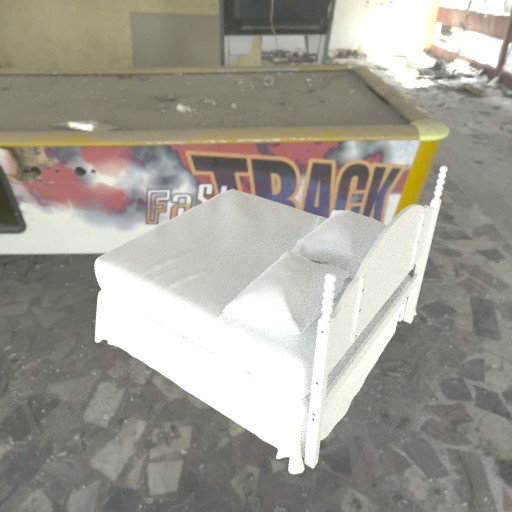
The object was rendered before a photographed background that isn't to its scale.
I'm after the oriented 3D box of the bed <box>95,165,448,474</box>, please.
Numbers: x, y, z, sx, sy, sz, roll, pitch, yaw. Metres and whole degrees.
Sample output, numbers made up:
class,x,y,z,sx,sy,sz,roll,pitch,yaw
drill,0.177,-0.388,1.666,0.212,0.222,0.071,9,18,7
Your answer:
class,x,y,z,sx,sy,sz,roll,pitch,yaw
bed,0.000,0.000,3.292,2.040,1.356,1.873,21,38,30
